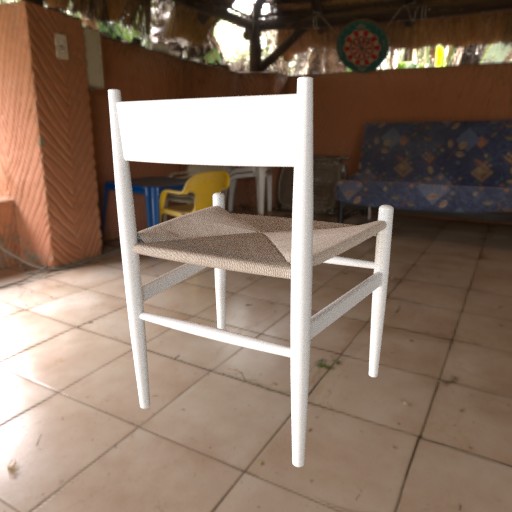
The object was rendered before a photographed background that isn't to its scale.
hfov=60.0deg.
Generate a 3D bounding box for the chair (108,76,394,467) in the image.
[{"bbox_3d":[0.000,0.000,1.101,0.556,0.762,0.495,8,17,28],"label":"chair"}]
